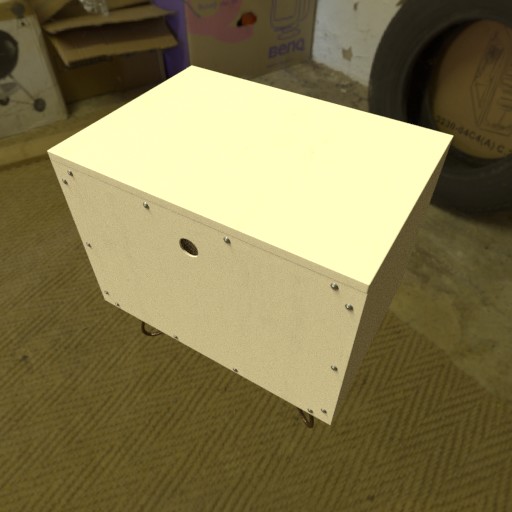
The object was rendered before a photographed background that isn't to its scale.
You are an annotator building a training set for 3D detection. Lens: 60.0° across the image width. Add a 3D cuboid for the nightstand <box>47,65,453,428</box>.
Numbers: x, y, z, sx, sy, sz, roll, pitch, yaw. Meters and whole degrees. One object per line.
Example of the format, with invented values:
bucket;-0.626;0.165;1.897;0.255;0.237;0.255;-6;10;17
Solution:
nightstand;0.000;0.000;1.035;0.614;0.604;0.447;23;50;21
